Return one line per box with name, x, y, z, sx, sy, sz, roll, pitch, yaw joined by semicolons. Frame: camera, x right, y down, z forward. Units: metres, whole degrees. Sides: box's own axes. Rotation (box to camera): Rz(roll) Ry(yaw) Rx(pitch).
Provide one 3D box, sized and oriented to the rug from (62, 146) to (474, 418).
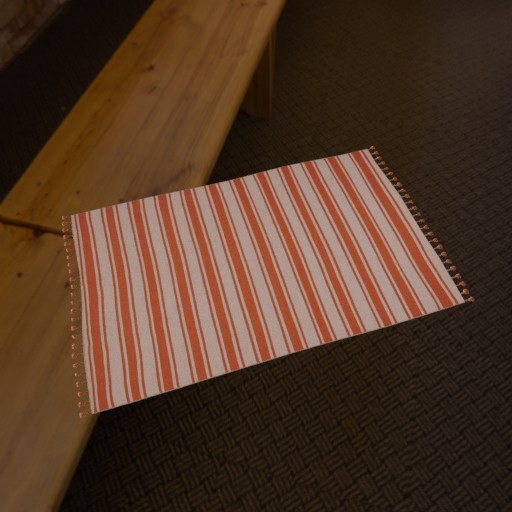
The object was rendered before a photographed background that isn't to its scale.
rug;0.000;0.000;2.522;2.092;0.017;1.232;-14;58;-9
